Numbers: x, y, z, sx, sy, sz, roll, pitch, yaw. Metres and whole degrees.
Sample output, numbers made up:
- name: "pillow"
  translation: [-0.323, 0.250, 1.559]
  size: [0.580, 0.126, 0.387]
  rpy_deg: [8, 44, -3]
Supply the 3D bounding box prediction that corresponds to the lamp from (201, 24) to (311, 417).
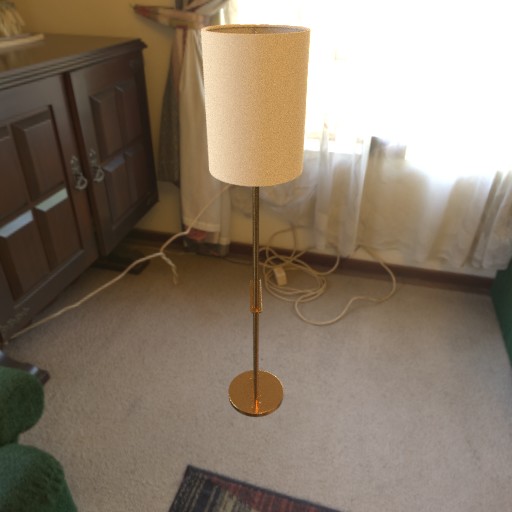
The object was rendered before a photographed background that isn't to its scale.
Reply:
- name: "lamp"
  translation: [0.000, 0.000, 1.636]
  size: [0.305, 1.500, 0.306]
  rpy_deg: [-1, 32, -1]
